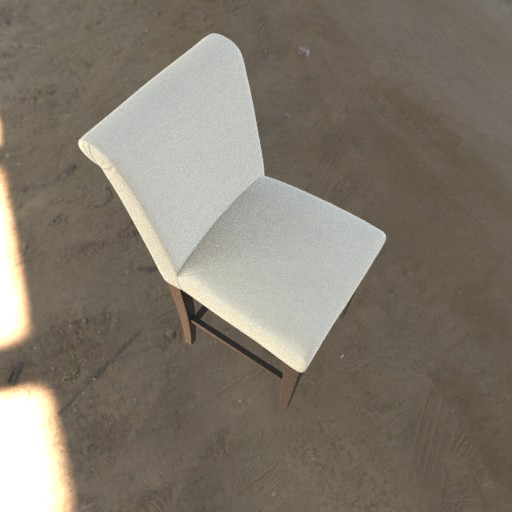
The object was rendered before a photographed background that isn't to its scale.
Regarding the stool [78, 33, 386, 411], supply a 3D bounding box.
[{"bbox_3d":[0.000,0.000,1.305,0.597,0.976,0.452,30,63,17],"label":"stool"}]
